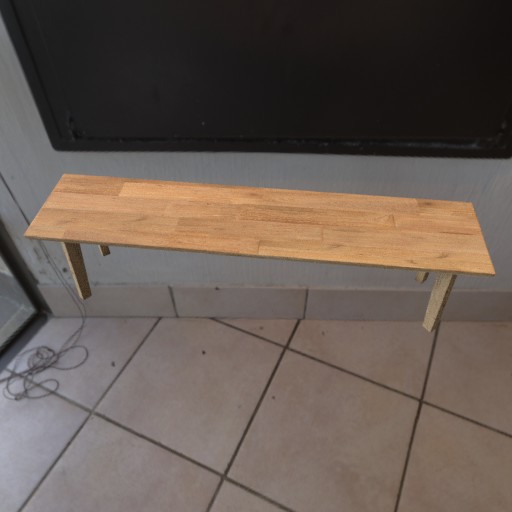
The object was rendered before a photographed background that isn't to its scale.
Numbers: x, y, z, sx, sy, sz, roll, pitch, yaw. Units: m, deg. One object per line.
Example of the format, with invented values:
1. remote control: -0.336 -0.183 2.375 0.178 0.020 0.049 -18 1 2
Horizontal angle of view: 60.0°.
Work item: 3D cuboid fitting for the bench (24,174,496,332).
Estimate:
1. bench: 0.000 0.000 1.868 1.698 0.431 0.378 5 48 4
